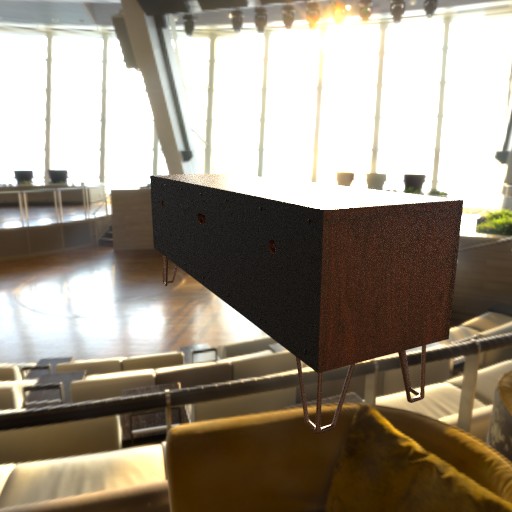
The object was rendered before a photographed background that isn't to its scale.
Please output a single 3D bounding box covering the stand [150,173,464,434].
[{"bbox_3d":[0.000,0.000,1.877,0.481,0.610,1.626,-7,15,-26],"label":"stand"}]
